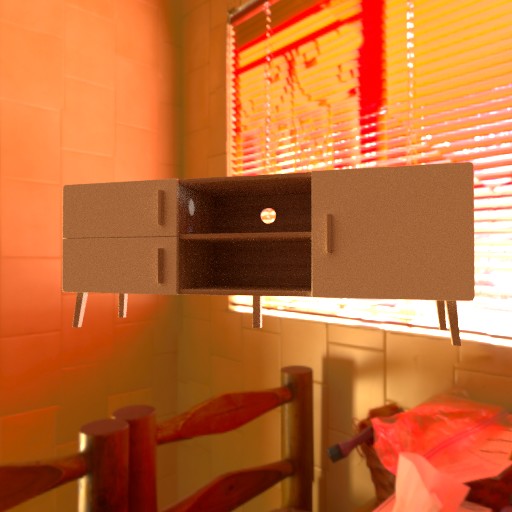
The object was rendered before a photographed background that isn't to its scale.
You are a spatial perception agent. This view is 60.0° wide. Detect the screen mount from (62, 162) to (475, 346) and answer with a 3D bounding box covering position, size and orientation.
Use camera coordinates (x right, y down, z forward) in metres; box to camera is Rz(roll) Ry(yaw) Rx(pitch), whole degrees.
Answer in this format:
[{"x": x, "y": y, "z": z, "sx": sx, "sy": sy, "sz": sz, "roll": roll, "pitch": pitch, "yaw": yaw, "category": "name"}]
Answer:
[{"x": 0.000, "y": 0.000, "z": 1.745, "sx": 1.500, "sy": 0.570, "sz": 0.420, "roll": 0, "pitch": -1, "yaw": 16, "category": "screen mount"}]
